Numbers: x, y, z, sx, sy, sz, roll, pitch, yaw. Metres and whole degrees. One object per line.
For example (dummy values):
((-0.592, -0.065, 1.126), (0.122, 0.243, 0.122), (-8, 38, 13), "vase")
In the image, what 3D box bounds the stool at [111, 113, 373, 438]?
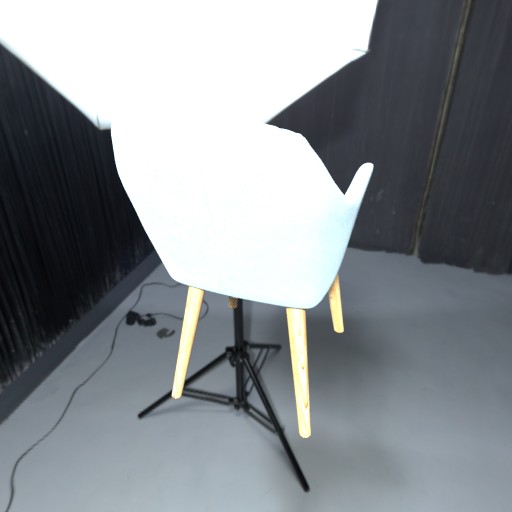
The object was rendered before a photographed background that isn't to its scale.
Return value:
((0.000, 0.000, 1.147), (0.503, 0.830, 0.590), (10, 33, 17), "stool")
